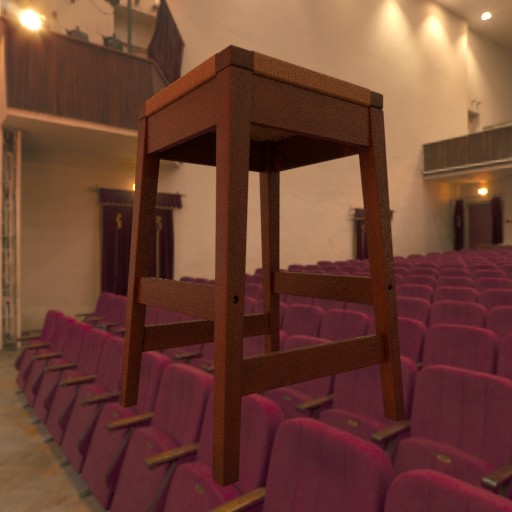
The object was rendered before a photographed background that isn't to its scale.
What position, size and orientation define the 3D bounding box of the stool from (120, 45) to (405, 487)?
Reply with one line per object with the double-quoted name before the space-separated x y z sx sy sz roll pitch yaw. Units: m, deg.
"stool" 0.000 0.000 1.084 0.507 0.762 0.497 -1 1 -36
